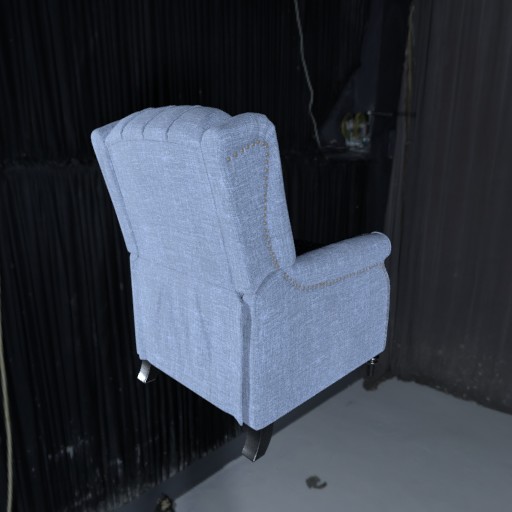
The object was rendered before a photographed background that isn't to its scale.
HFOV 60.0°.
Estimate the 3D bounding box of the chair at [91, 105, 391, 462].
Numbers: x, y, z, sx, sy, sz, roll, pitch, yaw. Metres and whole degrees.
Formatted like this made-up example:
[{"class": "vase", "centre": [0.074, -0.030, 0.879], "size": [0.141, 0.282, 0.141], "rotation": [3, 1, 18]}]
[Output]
[{"class": "chair", "centre": [0.000, 0.000, 1.649], "size": [0.898, 1.035, 0.742], "rotation": [-15, 21, -43]}]
